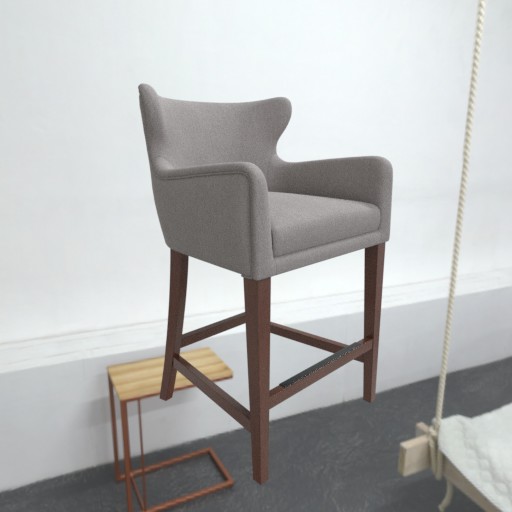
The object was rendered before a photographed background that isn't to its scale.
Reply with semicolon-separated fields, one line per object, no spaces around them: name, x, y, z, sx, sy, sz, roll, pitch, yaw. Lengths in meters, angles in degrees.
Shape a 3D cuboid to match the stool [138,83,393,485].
stool;0.000;0.000;1.329;0.575;0.951;0.575;-14;20;-43
